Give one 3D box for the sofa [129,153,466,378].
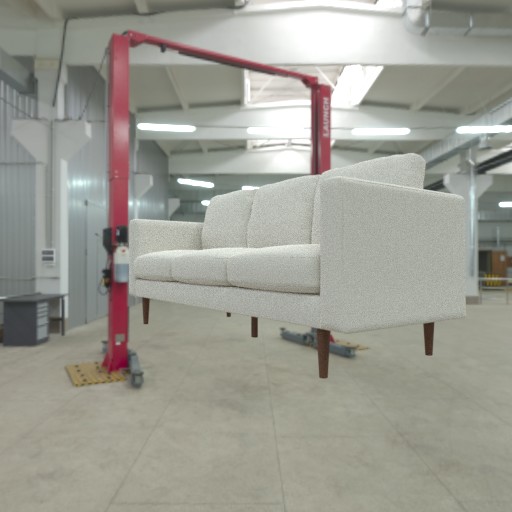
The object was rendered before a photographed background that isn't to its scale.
[{"bbox_3d":[0.000,0.000,2.503,0.802,0.912,2.029,0,-1,-36],"label":"sofa"}]
